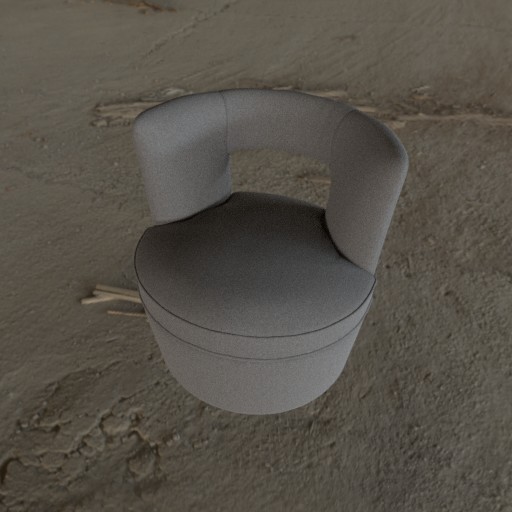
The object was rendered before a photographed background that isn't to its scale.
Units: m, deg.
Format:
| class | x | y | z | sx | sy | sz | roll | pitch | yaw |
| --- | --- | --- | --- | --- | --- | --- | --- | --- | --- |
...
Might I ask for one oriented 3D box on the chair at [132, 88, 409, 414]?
| class | x | y | z | sx | sy | sz | roll | pitch | yaw |
| --- | --- | --- | --- | --- | --- | --- | --- | --- | --- |
| chair | 0.000 | 0.000 | 1.265 | 0.689 | 0.719 | 0.660 | 13 | 44 | 13 |
